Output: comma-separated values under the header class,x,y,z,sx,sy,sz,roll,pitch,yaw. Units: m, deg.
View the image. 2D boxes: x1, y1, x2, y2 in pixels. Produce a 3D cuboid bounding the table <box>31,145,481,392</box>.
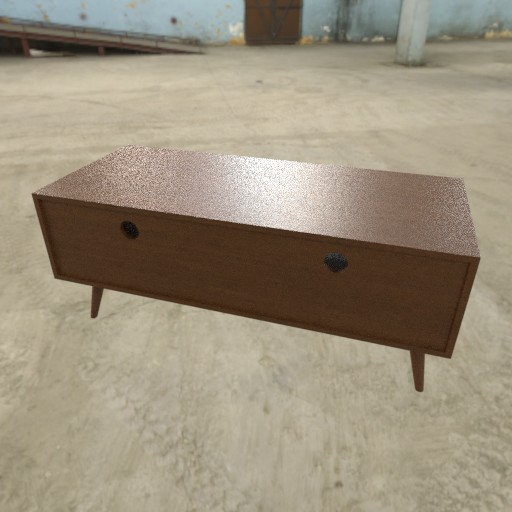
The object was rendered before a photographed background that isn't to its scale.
class,x,y,z,sx,sy,sz,roll,pitch,yaw
table,0.000,0.000,1.368,1.119,0.464,0.490,9,31,15
